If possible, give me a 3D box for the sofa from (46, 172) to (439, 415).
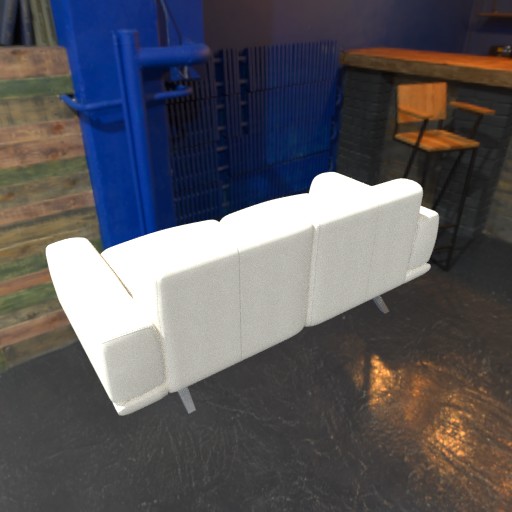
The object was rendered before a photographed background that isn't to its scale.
[{"bbox_3d":[0.000,0.000,2.361,1.901,0.772,0.900,-19,35,-30],"label":"sofa"}]
